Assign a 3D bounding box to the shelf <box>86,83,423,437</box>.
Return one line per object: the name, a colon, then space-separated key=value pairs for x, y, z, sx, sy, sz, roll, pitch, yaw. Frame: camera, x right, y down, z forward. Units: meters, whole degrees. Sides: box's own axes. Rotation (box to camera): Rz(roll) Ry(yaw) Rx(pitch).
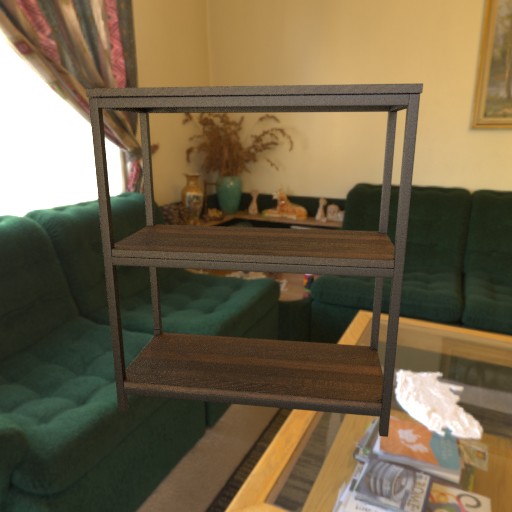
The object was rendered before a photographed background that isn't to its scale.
shelf: x=0.000 y=0.000 z=1.363 sx=0.822 sy=0.947 sz=0.352 roll=2 pitch=16 yaw=8
